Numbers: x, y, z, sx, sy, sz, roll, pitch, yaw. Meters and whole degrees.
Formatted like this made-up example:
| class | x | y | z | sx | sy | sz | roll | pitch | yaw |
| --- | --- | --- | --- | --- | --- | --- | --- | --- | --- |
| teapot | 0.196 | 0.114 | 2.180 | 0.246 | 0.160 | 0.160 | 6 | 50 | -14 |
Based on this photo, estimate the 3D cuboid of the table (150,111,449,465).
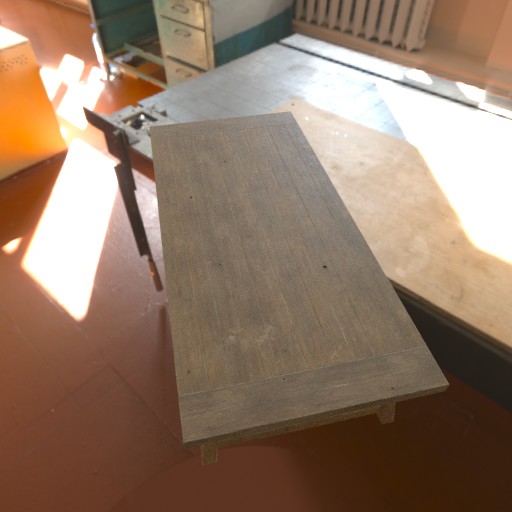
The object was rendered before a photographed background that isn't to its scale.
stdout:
| class | x | y | z | sx | sy | sz | roll | pitch | yaw |
| --- | --- | --- | --- | --- | --- | --- | --- | --- | --- |
| table | 0.000 | 0.000 | 2.087 | 0.820 | 0.465 | 1.800 | -9 | 46 | -9 |
